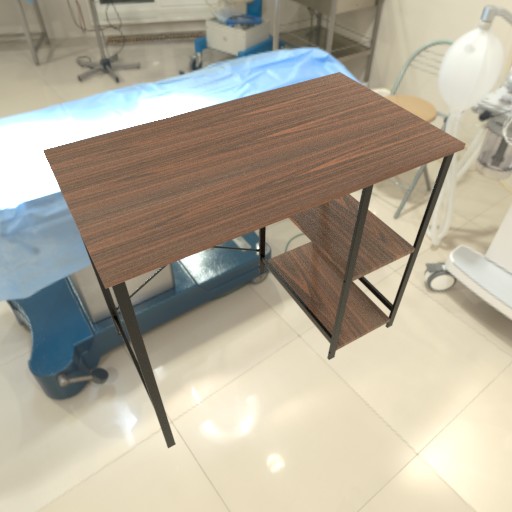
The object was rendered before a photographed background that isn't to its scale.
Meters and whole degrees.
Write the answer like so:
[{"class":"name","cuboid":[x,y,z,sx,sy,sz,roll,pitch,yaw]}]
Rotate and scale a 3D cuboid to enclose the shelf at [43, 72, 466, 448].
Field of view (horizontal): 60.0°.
[{"class":"shelf","cuboid":[0.000,0.000,1.342,0.902,0.750,0.498,-22,49,-21]}]
